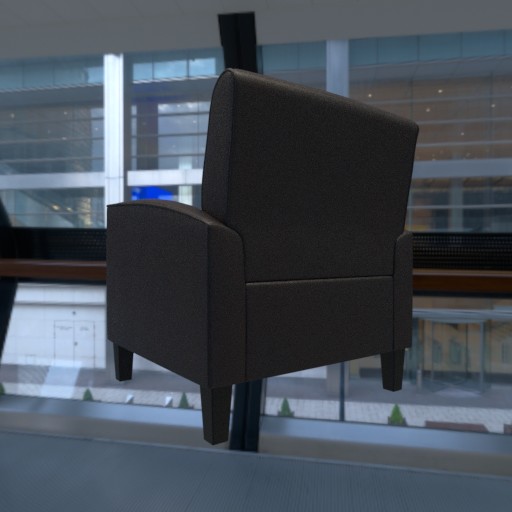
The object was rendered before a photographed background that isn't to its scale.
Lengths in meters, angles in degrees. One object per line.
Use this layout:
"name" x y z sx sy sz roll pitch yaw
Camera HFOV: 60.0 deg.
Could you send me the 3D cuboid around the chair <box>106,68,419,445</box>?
"chair" 0.000 0.000 1.565 0.820 0.916 0.819 0 1 -36
